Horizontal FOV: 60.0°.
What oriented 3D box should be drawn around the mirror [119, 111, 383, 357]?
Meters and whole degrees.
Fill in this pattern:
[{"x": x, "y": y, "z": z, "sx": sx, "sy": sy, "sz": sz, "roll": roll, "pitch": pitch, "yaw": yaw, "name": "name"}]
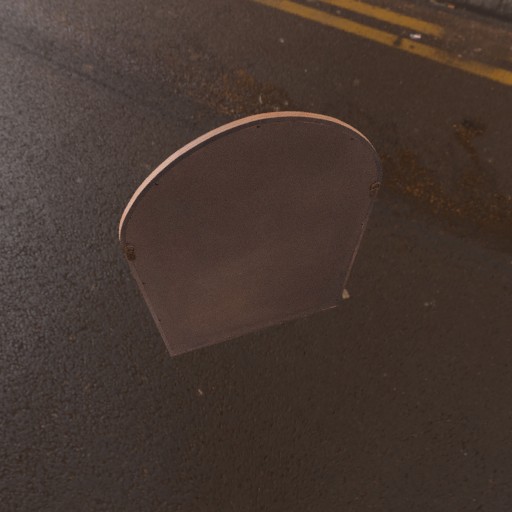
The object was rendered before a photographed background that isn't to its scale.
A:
[{"x": 0.000, "y": 0.000, "z": 1.163, "sx": 0.609, "sy": 0.915, "sz": 0.032, "roll": -15, "pitch": 58, "yaw": -10, "name": "mirror"}]
